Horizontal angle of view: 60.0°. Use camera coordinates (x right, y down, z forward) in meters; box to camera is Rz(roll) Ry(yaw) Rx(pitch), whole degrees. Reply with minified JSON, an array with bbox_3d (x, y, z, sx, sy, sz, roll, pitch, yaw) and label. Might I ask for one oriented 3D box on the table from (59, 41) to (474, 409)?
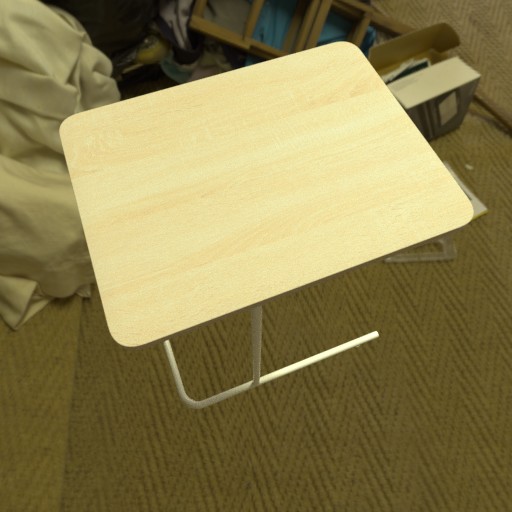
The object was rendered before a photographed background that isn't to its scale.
[{"bbox_3d":[0.000,0.000,0.851,0.480,0.550,0.370,-19,65,-9],"label":"table"}]
